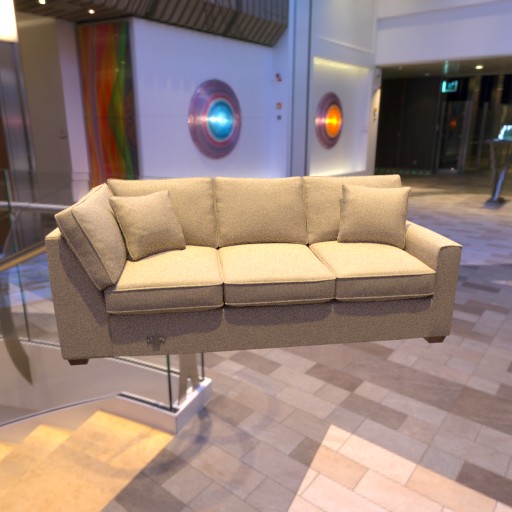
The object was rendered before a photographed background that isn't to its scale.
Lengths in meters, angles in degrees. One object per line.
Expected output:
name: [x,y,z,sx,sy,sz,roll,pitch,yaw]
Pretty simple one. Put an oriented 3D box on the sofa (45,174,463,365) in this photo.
sofa: [0.000,0.000,2.918,2.317,0.962,1.061,-2,17,-7]
